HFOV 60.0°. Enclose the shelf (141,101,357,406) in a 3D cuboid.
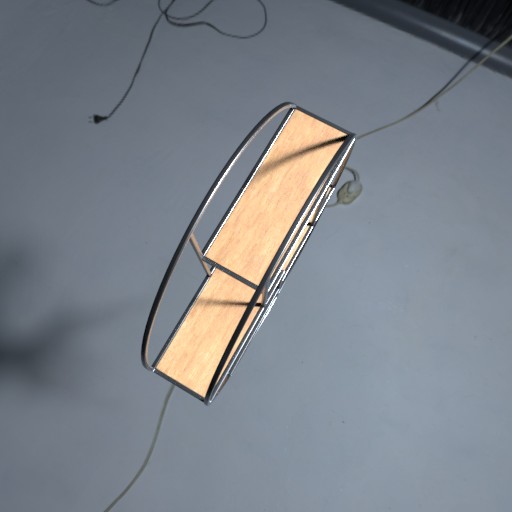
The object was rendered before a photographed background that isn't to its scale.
[{"bbox_3d":[0.000,0.000,1.355,0.202,0.888,0.888,29,77,7],"label":"shelf"}]
